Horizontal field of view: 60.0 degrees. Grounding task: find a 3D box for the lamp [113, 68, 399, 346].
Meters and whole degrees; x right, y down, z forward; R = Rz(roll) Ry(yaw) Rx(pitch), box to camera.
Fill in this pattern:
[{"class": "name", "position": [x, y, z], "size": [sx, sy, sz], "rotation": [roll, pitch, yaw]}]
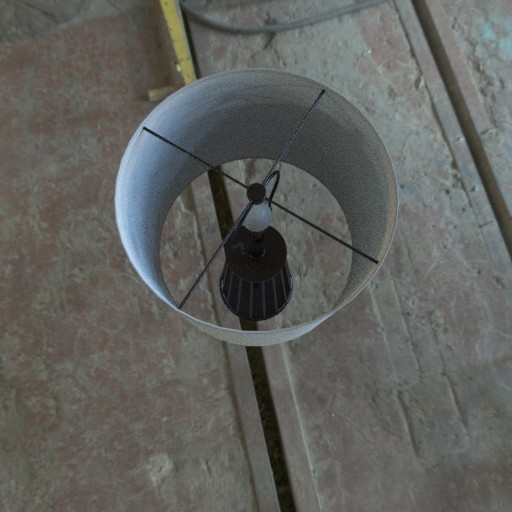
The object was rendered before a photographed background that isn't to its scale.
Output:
[{"class": "lamp", "position": [0.000, 0.000, 0.788], "size": [0.322, 0.593, 0.322], "rotation": [31, 78, 8]}]
